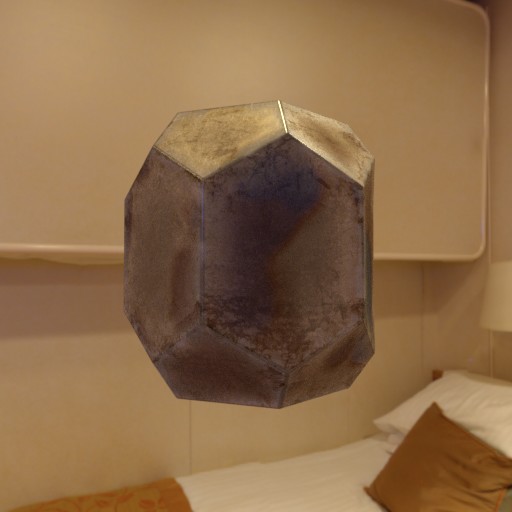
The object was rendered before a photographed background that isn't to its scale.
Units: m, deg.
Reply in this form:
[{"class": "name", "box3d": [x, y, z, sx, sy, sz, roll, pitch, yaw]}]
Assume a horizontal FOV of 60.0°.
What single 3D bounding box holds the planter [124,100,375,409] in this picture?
[{"class": "planter", "box3d": [0.000, 0.000, 0.425, 0.221, 0.238, 0.243, 0, -1, 18]}]
